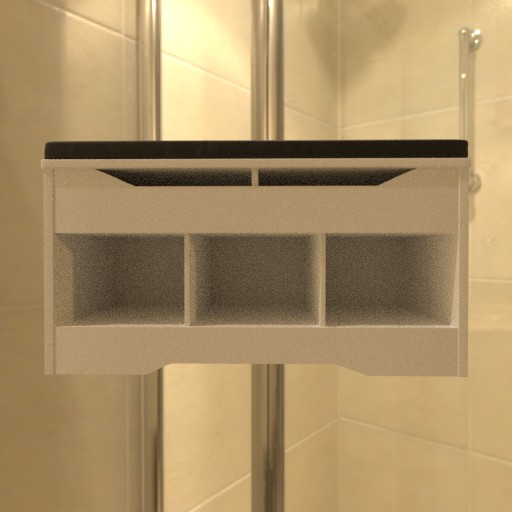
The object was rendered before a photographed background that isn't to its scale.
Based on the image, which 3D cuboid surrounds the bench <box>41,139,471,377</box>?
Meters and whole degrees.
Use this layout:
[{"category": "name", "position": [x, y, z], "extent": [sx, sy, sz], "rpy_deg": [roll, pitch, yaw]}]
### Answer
[{"category": "bench", "position": [0.000, 0.000, 1.125], "extent": [0.899, 0.500, 0.401], "rpy_deg": [0, 1, 1]}]
